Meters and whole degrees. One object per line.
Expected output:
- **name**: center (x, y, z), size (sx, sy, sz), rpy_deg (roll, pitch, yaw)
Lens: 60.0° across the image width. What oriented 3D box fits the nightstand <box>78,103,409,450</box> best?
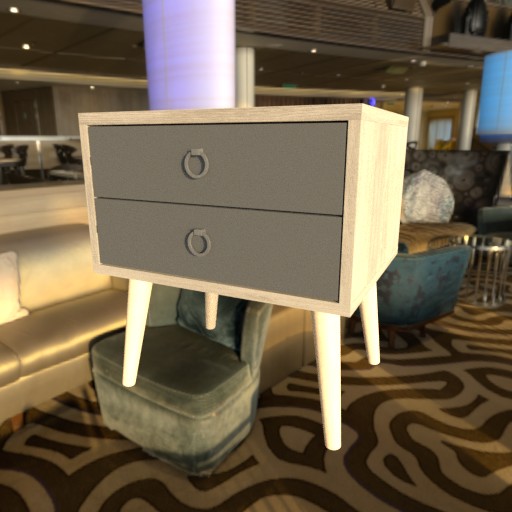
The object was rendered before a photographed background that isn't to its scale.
- **nightstand**: center (0.000, 0.000, 0.825), size (0.450, 0.500, 0.380), rpy_deg (7, 16, 25)
